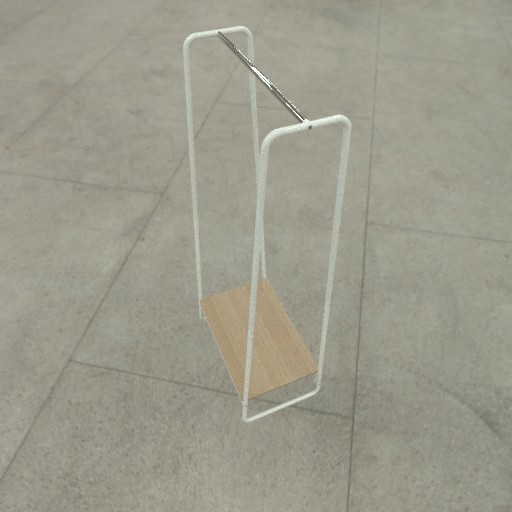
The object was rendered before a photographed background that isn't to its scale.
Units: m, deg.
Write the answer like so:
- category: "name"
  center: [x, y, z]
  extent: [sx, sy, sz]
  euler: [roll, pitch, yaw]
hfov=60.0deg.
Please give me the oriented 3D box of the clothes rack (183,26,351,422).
- category: "clothes rack"
  center: [0.000, 0.000, 1.764]
  extent: [0.400, 1.500, 0.640]
  euler: [-17, 49, -16]
